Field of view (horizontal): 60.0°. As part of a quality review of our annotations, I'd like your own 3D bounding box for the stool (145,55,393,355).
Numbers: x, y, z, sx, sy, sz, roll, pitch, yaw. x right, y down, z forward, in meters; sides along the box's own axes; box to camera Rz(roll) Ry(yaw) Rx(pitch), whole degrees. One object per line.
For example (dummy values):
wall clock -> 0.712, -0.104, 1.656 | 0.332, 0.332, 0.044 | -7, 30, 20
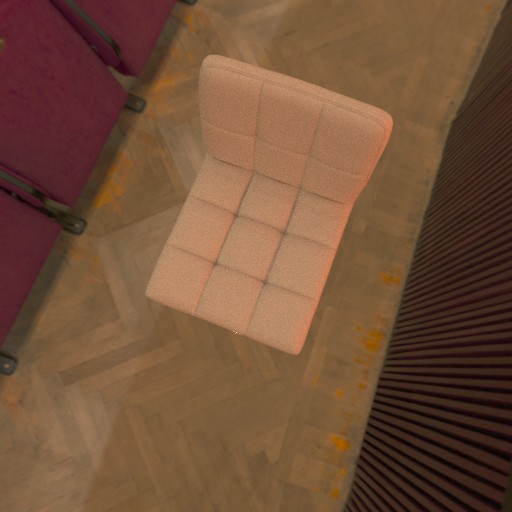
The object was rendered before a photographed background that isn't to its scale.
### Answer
stool -> 0.000, 0.000, 1.372 | 0.430, 1.115, 0.505 | 21, 77, 5
